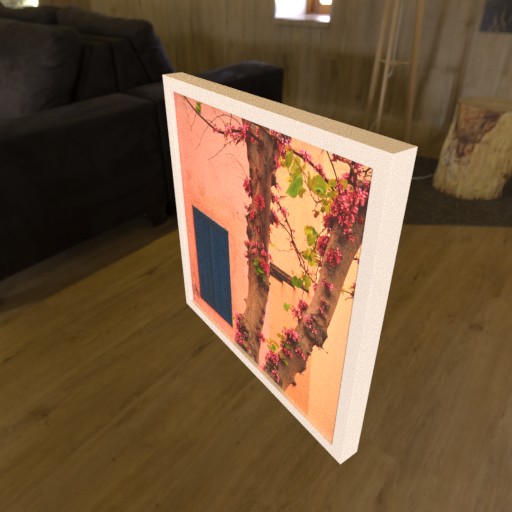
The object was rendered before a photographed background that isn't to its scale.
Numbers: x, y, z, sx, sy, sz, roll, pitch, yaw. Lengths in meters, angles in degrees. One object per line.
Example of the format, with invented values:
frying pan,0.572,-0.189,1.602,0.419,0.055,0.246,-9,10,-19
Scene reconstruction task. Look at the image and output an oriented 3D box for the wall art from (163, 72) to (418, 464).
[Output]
wall art,0.000,0.000,0.750,0.038,0.508,0.507,-21,38,-30
